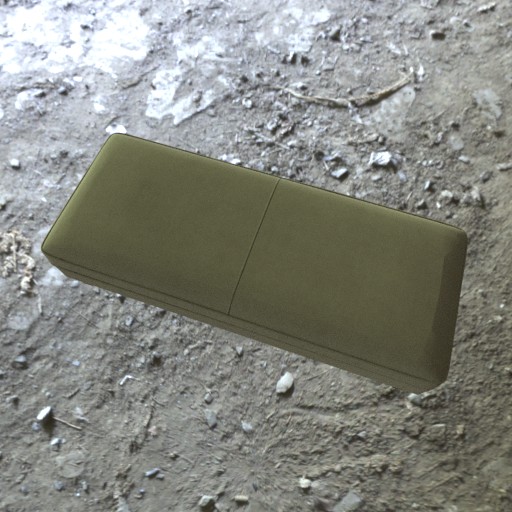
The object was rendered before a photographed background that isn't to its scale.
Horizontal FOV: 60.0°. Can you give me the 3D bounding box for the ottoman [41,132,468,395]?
[{"bbox_3d":[0.000,0.000,2.034,1.726,0.460,0.735,17,65,8],"label":"ottoman"}]
